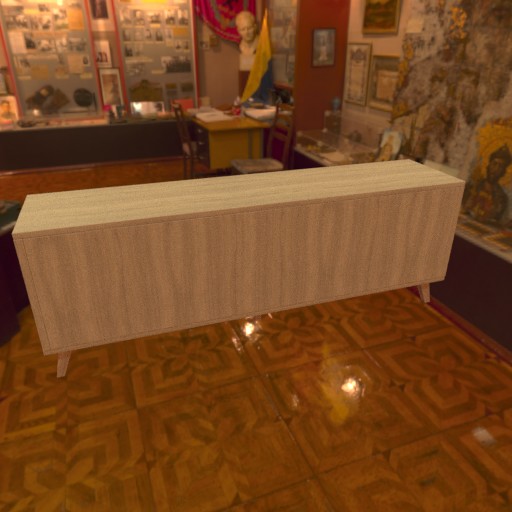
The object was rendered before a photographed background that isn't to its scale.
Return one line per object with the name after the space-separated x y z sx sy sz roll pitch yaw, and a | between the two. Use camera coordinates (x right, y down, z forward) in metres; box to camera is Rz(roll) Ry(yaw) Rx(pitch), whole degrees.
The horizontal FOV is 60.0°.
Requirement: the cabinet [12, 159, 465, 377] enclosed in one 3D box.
0.000 0.000 2.442 2.198 0.779 0.499 -8 28 -16 | cabinet
